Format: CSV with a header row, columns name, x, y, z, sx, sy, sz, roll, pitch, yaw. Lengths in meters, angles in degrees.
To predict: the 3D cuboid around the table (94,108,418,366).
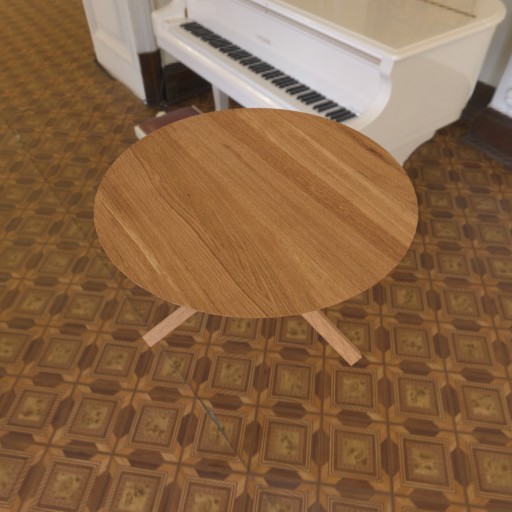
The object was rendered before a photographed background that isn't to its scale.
name,x,y,z,sx,sy,sz,roll,pitch,yaw
table,0.000,0.000,1.704,1.038,0.666,1.038,0,47,0
